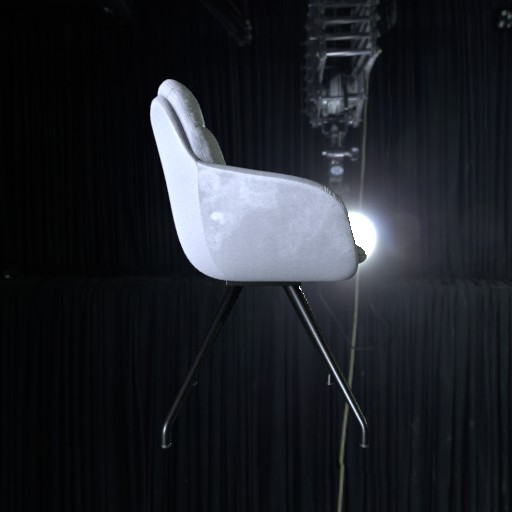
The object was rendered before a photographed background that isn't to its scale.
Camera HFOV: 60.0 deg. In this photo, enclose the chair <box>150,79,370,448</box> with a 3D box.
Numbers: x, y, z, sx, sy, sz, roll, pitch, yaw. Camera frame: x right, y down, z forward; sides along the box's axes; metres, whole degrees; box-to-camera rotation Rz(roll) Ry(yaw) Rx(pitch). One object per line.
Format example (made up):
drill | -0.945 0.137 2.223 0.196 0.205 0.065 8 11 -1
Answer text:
chair | 0.000 0.000 1.277 0.569 0.888 0.579 0 1 0
